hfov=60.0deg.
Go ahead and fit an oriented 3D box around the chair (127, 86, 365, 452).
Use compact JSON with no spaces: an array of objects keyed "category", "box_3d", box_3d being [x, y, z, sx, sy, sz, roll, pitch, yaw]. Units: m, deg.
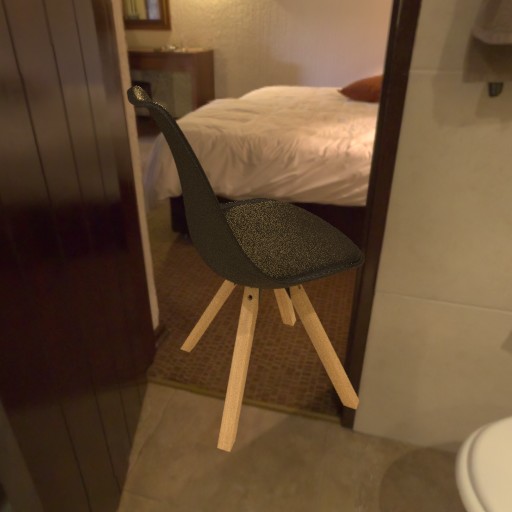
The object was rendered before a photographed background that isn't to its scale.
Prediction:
[{"category":"chair","box_3d":[0.000,0.000,1.178,0.549,0.850,0.485,-11,30,-19]}]
